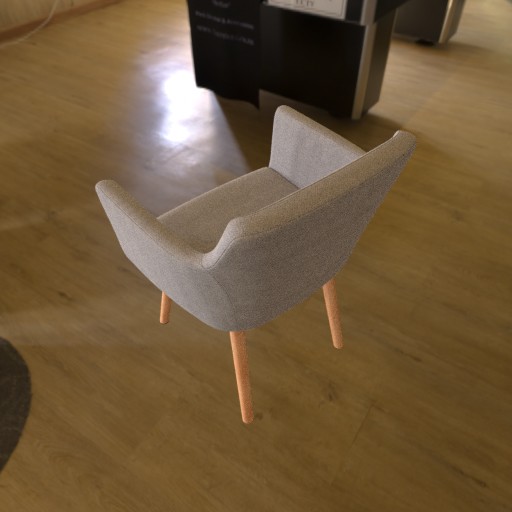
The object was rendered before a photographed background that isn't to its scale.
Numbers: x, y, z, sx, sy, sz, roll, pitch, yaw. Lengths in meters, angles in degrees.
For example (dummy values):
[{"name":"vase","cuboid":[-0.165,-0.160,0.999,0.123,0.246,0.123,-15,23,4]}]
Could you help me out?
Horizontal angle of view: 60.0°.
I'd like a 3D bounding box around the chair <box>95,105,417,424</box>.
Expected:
[{"name":"chair","cuboid":[0.000,0.000,1.153,0.570,0.780,0.540,-31,53,-27]}]
